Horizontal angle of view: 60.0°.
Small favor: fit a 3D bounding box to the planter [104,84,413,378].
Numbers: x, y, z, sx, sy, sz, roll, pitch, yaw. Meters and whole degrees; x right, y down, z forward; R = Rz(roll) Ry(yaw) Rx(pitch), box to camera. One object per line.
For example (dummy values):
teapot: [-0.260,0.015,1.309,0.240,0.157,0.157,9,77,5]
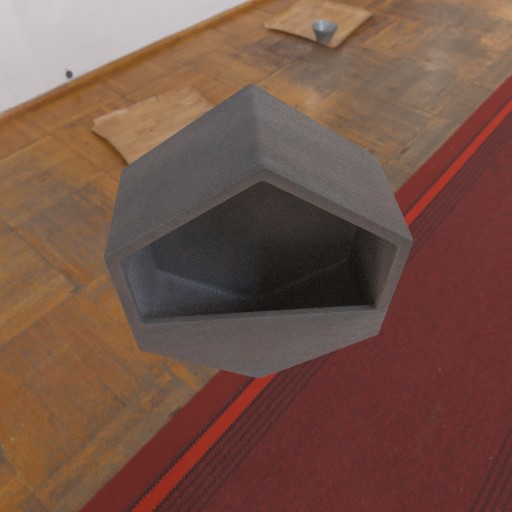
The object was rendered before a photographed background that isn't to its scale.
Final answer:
planter: [0.000,0.000,0.301,0.169,0.206,0.077,-3,48,-3]
